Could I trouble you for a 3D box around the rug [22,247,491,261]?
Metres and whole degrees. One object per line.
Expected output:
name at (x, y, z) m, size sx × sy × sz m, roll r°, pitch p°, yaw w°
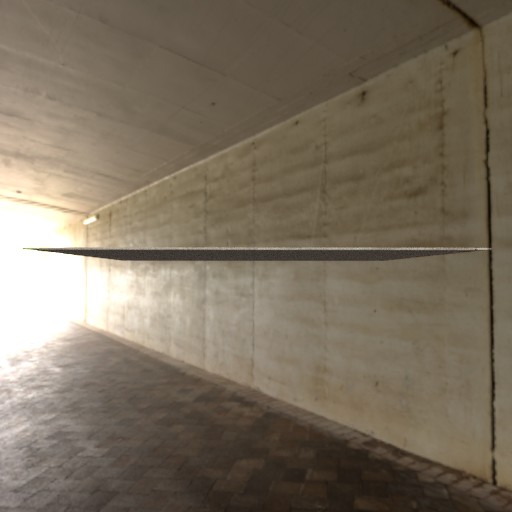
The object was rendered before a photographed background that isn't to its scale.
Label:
rug at (0.000, 0.000, 2.249) m, size 1.726 × 0.009 × 1.278 m, roll 0°, pitch -2°, yaw -1°
